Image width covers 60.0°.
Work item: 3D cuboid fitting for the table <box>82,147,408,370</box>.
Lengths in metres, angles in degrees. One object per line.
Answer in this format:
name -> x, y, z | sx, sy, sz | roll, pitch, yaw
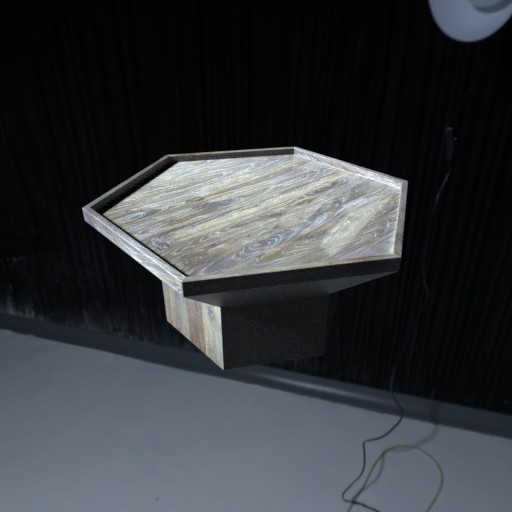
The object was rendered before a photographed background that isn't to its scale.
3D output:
table -> 0.000, 0.000, 1.614 | 0.966, 0.488, 1.115 | 9, 32, 16
